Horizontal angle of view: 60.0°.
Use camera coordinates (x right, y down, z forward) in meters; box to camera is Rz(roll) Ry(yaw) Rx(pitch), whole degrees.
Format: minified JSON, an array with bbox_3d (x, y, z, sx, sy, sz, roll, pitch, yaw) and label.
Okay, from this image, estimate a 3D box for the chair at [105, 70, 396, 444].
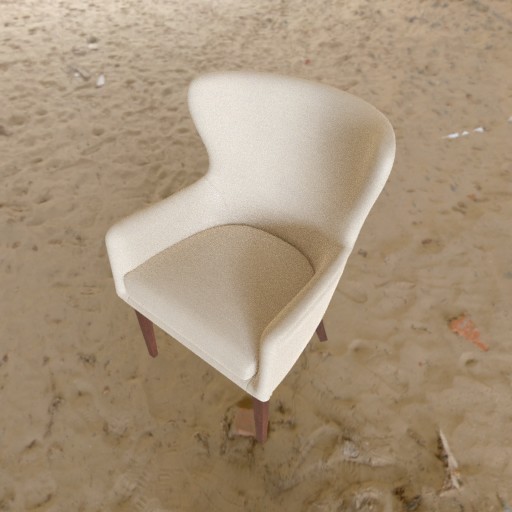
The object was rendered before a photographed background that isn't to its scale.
[{"bbox_3d":[0.000,0.000,1.514,0.696,0.990,0.744,29,52,26],"label":"chair"}]
